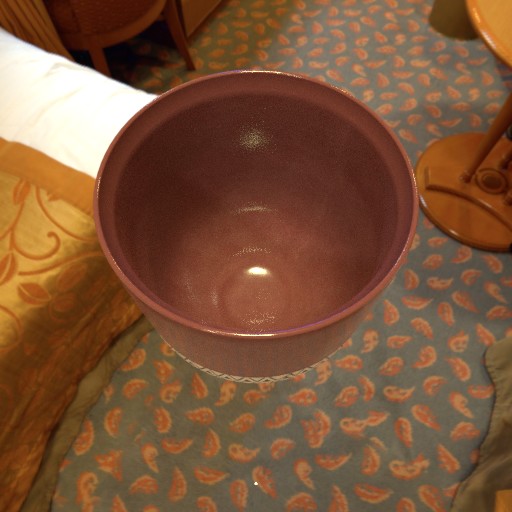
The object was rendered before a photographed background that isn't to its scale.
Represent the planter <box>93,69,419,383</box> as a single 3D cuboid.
[{"bbox_3d":[0.000,0.000,0.484,0.266,0.270,0.266,0,63,0],"label":"planter"}]
